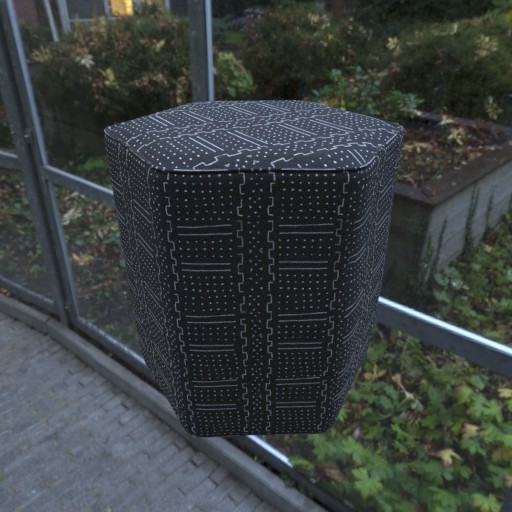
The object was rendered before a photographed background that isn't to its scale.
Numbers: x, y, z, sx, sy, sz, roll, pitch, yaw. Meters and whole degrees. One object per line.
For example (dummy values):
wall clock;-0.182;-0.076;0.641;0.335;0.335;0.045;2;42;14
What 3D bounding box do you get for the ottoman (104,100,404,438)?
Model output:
ottoman;0.000;0.000;0.839;0.443;0.502;0.494;-17;34;-28
